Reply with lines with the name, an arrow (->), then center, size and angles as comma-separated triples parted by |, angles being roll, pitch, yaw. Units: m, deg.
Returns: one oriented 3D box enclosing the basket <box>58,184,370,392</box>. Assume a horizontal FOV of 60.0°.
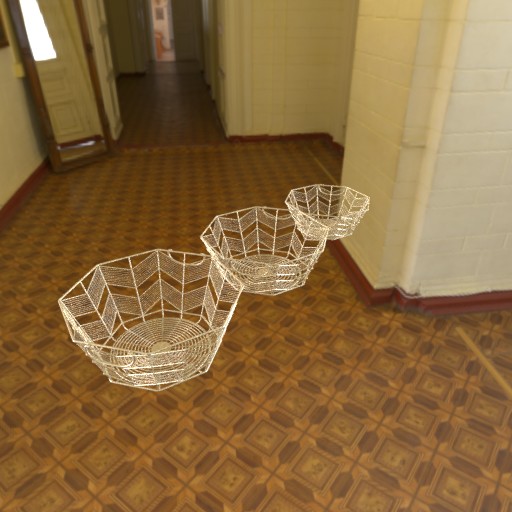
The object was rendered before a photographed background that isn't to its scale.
basket -> 0.000, 0.000, 1.376 | 0.432, 0.178, 1.246 | 20, 35, 31
